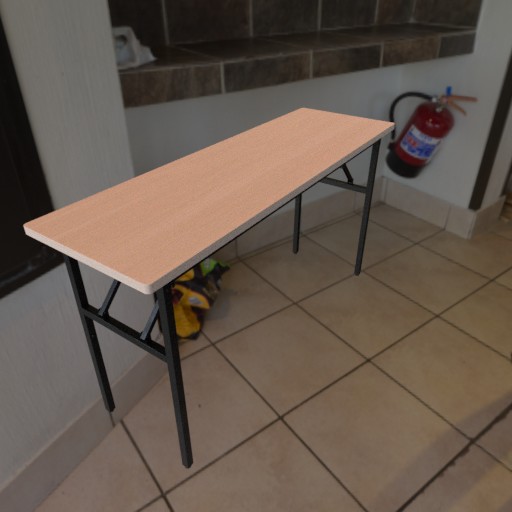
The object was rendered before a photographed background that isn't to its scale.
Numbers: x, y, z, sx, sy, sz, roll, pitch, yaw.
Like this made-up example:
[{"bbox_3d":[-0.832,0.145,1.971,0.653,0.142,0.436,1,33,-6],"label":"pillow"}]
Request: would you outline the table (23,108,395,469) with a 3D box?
[{"bbox_3d":[0.000,0.000,1.678,0.447,0.750,1.397,21,38,29],"label":"table"}]
